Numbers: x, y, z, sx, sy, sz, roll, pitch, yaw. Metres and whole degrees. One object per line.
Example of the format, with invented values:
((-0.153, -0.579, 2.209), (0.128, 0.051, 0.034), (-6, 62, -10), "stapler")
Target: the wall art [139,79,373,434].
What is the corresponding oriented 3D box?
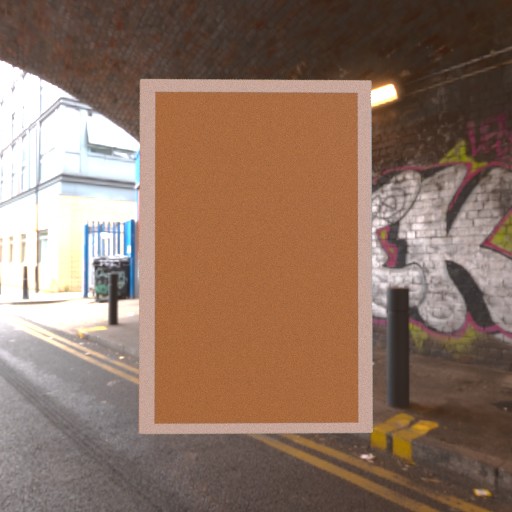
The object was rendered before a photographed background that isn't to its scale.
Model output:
((0.000, 0.000, 0.780), (0.401, 0.610, 0.038), (0, -1, -1), "wall art")
